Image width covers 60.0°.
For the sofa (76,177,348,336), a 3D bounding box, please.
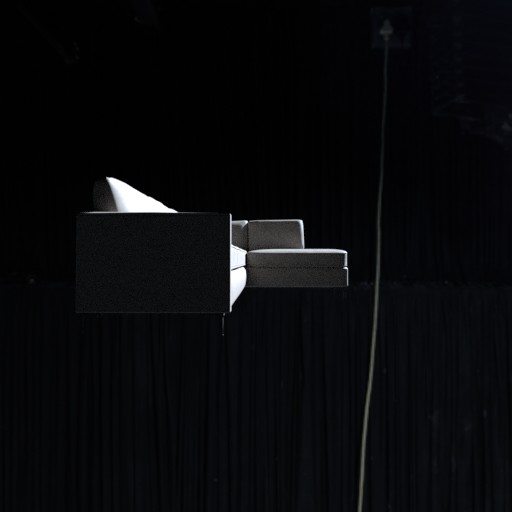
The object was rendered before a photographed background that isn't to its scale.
[{"bbox_3d":[0.000,0.000,4.263,2.077,0.964,3.331,0,0,1],"label":"sofa"}]
